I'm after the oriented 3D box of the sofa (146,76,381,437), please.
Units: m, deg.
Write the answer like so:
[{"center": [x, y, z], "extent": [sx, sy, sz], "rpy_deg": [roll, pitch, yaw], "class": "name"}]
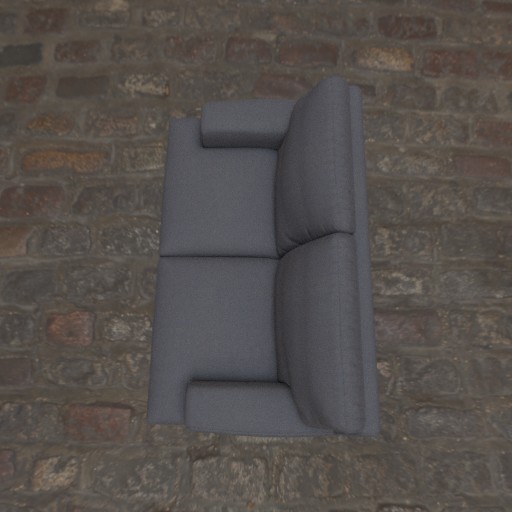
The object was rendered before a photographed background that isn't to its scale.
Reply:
[{"center": [0.000, 0.000, 2.489], "extent": [1.143, 0.940, 1.880], "rpy_deg": [1, 74, 0], "class": "sofa"}]
